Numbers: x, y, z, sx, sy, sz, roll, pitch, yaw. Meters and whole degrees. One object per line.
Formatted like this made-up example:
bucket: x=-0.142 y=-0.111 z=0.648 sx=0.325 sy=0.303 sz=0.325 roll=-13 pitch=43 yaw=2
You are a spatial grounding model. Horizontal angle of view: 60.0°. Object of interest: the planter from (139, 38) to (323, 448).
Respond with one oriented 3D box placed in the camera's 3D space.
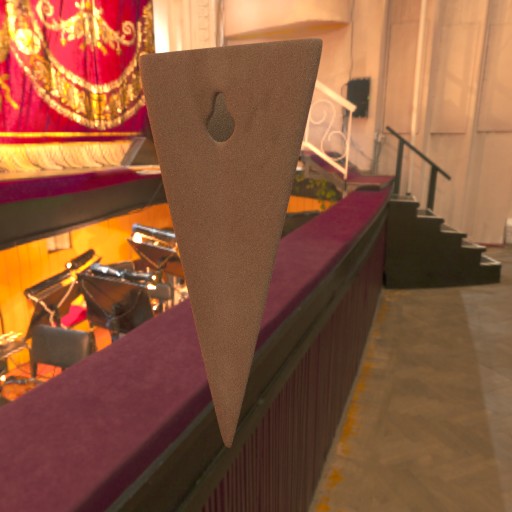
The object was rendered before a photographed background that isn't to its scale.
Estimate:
planter: x=0.000 y=0.000 z=0.273 sx=0.101 sy=0.224 sz=0.081 roll=8 pitch=17 yaw=26
